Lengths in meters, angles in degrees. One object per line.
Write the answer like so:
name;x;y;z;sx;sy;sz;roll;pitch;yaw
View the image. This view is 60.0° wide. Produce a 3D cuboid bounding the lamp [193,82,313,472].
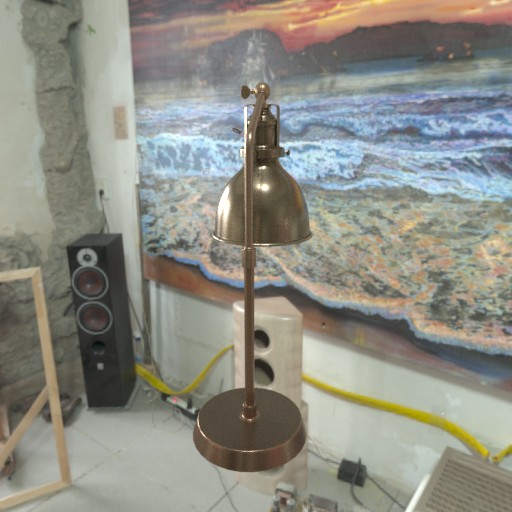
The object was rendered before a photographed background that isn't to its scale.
lamp;0.000;0.000;0.604;0.153;0.456;0.286;2;16;7
